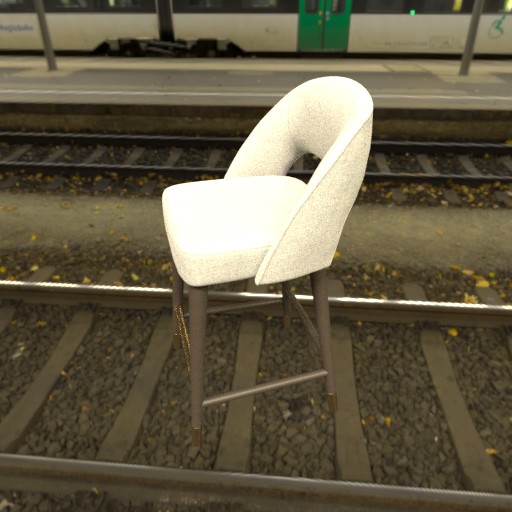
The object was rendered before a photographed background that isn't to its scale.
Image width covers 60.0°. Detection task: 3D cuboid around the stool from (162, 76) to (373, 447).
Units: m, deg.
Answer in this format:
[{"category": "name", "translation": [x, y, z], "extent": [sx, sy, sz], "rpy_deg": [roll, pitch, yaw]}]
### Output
[{"category": "stool", "translation": [0.000, 0.000, 1.281], "extent": [0.509, 0.940, 0.494], "rpy_deg": [-8, 31, -14]}]
